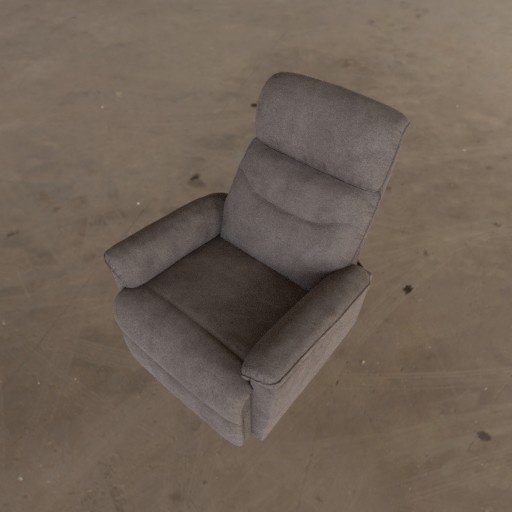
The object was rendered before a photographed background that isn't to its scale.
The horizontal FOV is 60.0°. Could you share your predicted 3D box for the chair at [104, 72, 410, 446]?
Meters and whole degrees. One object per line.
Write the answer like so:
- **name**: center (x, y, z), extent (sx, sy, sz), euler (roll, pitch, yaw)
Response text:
- **chair**: center (0.000, 0.000, 1.713), extent (0.830, 1.036, 1.009), euler (32, 54, 26)
